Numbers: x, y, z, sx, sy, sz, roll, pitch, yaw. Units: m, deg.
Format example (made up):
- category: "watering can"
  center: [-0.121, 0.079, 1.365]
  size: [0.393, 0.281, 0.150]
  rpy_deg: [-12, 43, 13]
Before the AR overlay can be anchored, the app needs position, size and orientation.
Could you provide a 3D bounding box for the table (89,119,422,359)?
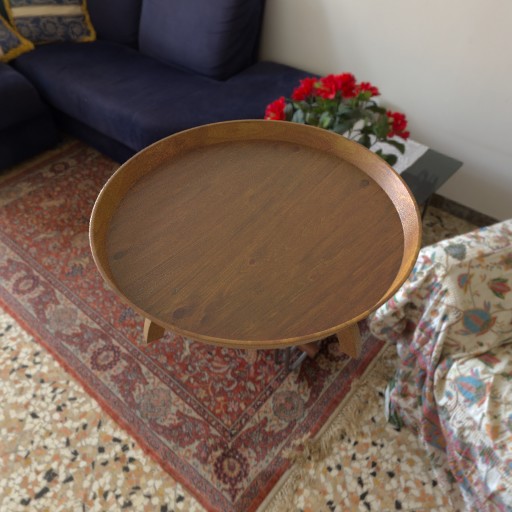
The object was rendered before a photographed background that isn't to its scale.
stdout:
- category: "table"
  center: [0.000, 0.000, 1.534]
  size: [1.016, 0.470, 1.016]
  rpy_deg: [0, 46, 0]
